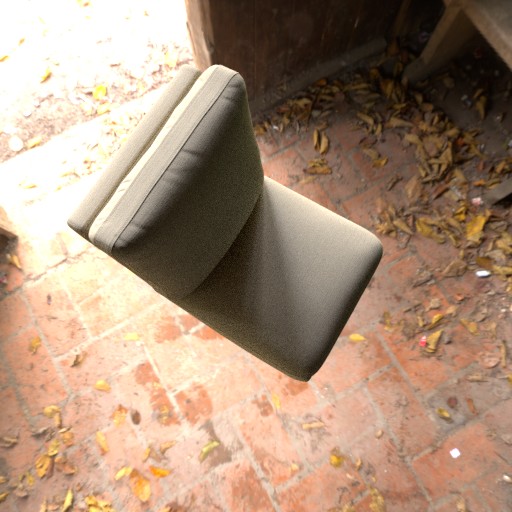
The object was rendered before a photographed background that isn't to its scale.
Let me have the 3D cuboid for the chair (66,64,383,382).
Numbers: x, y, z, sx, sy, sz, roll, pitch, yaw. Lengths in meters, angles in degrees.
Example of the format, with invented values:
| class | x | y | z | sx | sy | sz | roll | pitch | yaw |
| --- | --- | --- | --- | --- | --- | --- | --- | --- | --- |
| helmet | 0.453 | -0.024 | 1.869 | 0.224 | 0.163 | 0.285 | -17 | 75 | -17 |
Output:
| class | x | y | z | sx | sy | sz | roll | pitch | yaw |
| --- | --- | --- | --- | --- | --- | --- | --- | --- | --- |
| chair | 0.000 | 0.000 | 1.343 | 0.698 | 0.927 | 0.503 | 31 | 78 | 7 |
